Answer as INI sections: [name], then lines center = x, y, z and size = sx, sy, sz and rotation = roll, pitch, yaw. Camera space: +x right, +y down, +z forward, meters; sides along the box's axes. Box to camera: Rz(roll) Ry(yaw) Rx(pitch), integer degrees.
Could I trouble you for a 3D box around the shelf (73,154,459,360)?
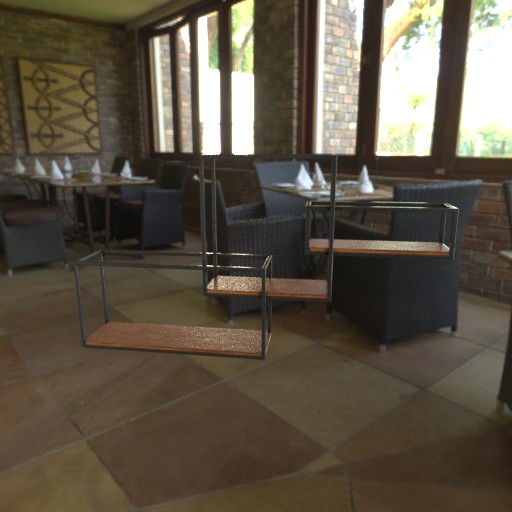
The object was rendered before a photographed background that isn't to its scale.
[shelf]
center = 0.000, 0.000, 2.176
size = 1.781, 0.972, 0.275
rotation = 2, 14, 8
